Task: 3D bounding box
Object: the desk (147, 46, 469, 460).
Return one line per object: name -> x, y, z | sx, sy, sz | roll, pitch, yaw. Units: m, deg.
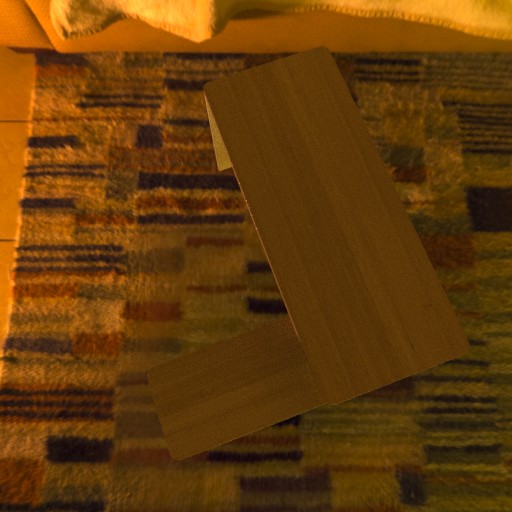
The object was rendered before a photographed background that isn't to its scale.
desk -> 0.000, 0.000, 2.102 | 1.175, 0.770, 1.400 | -20, 77, -5
